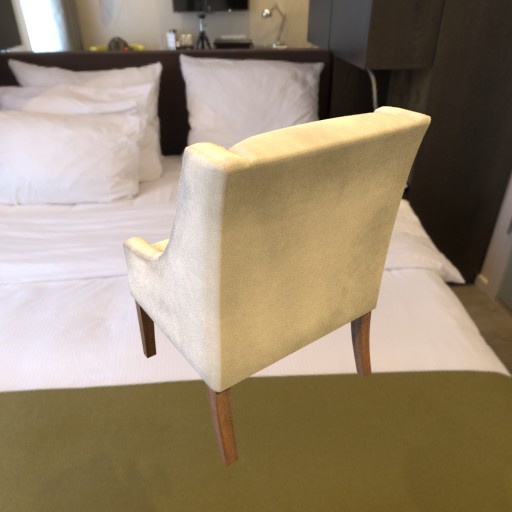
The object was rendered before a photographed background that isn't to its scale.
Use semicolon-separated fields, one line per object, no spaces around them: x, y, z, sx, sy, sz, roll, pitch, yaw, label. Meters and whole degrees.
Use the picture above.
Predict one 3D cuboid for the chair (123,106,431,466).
0.000;0.000;1.353;0.629;0.895;0.629;-21;36;-31;chair
